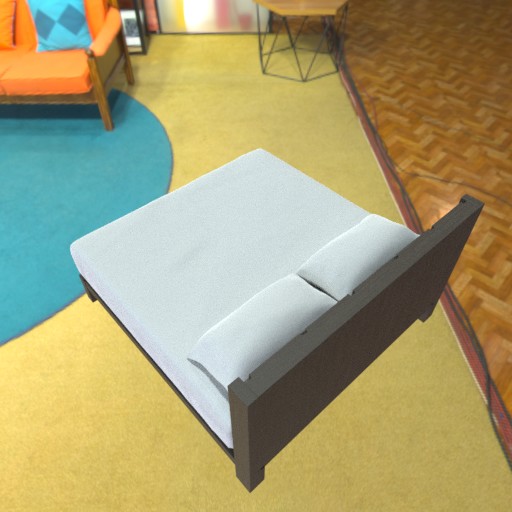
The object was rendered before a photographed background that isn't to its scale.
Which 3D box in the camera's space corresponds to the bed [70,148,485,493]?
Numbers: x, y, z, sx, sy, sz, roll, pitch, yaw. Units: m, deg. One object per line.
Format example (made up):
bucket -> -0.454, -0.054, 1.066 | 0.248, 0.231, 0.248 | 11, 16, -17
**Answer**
bed -> 0.000, 0.000, 3.511 | 2.143, 1.261, 2.238 | -33, 55, -28
